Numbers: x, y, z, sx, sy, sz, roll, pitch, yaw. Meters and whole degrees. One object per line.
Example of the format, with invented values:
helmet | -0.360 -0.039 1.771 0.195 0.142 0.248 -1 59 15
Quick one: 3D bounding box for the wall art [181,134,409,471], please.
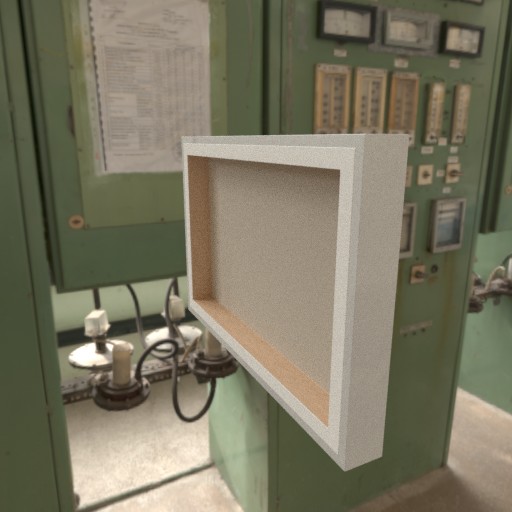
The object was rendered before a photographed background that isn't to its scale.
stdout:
wall art | 0.000 0.000 0.486 0.038 0.254 0.381 -7 16 -26
